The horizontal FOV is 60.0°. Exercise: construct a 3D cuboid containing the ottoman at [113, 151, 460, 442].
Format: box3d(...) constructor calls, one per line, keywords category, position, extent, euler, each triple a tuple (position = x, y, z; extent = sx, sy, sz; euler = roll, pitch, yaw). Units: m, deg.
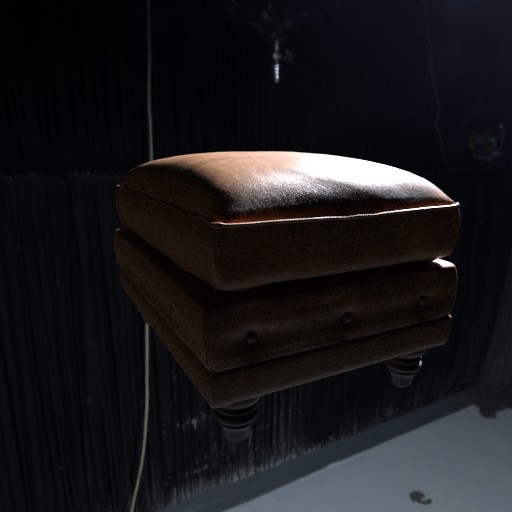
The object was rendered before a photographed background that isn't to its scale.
box3d(category="ottoman", position=(0.000, 0.000, 1.046), extent=(0.533, 0.480, 0.710), euler=(-7, 15, -27))
